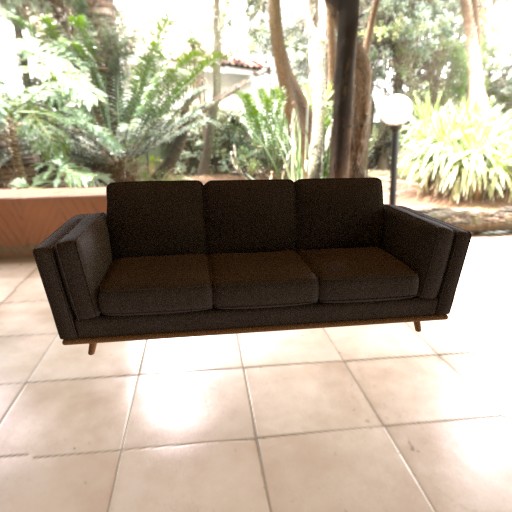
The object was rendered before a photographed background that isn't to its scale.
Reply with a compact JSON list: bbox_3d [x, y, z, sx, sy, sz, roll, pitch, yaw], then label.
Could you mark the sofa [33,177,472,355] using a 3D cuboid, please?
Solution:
[{"bbox_3d":[0.000,0.000,2.815,2.362,0.899,0.903,-2,17,-8],"label":"sofa"}]
